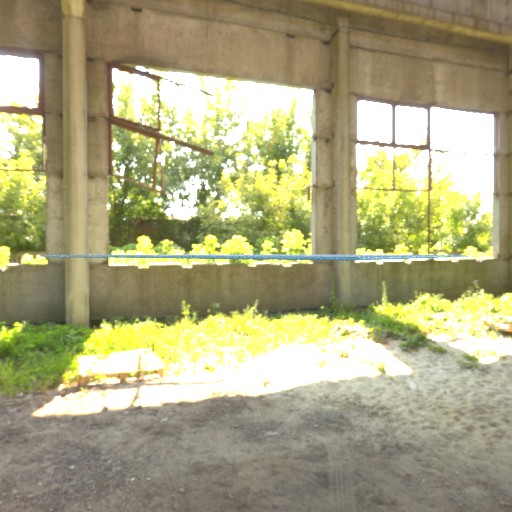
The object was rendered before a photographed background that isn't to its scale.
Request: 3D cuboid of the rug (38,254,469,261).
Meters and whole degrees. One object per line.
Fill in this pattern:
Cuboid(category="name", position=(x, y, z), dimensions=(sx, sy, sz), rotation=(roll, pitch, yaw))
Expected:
Cuboid(category="rug", position=(0.000, 0.000, 3.884), dimensions=(2.964, 0.018, 2.350), rotation=(0, 1, 37))
